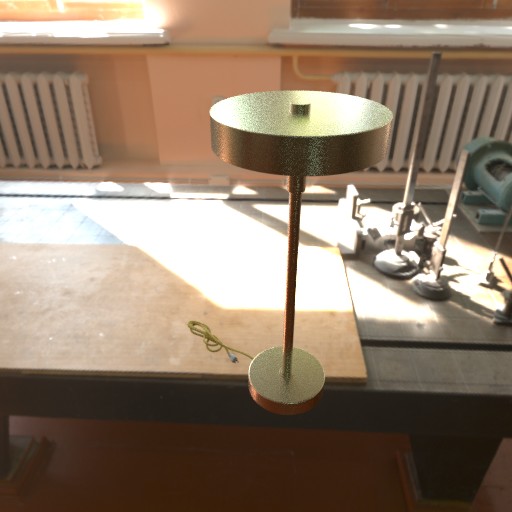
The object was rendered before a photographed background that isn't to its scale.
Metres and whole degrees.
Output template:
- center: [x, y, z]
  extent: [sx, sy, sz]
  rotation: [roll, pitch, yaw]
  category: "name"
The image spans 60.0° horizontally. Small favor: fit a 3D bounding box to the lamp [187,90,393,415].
- center: [0.000, 0.000, 0.728]
  extent: [0.369, 0.508, 0.229]
  rotation: [22, 38, 31]
  category: "lamp"
